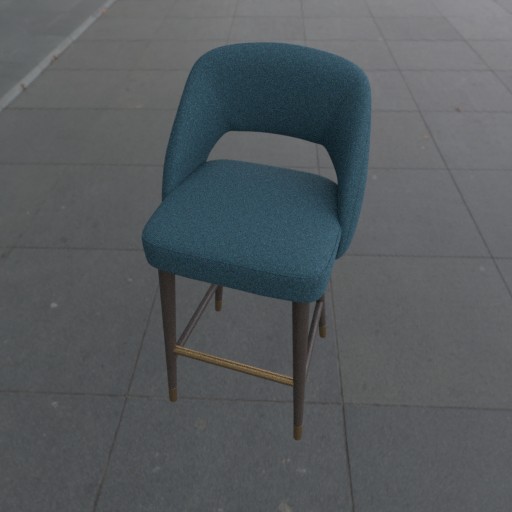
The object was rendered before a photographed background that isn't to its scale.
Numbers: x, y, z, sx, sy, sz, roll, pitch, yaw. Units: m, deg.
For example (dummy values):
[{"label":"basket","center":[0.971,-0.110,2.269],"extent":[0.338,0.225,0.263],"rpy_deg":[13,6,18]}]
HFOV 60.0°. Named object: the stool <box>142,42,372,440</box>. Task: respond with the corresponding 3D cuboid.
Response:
[{"label":"stool","center":[0.000,0.000,1.297],"extent":[0.536,1.032,0.522],"rpy_deg":[12,45,13]}]
